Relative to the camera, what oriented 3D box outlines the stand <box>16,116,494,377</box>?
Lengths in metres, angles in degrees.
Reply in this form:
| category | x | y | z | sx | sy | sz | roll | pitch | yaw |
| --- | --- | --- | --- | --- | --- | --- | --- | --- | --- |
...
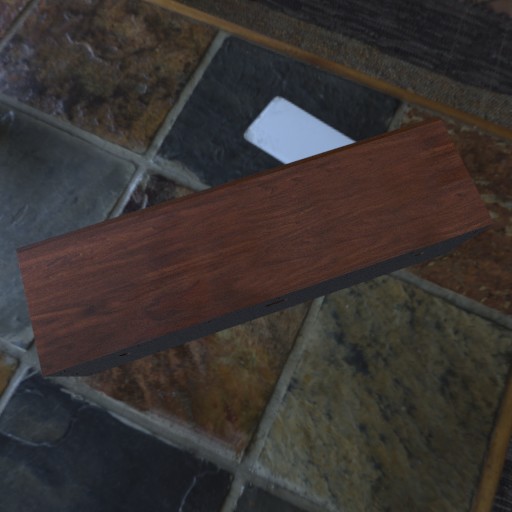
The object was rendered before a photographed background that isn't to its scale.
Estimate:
| category | x | y | z | sx | sy | sz | roll | pitch | yaw |
| --- | --- | --- | --- | --- | --- | --- | --- | --- | --- |
| stand | 0.000 | 0.000 | 1.859 | 1.626 | 0.610 | 0.481 | -18 | 76 | -5 |
